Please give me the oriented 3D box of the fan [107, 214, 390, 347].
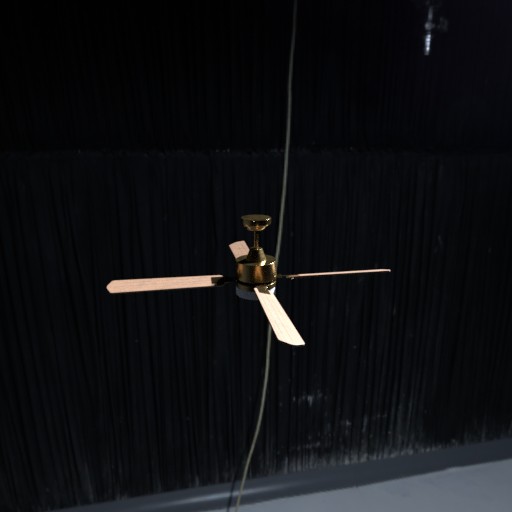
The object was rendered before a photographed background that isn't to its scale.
[{"bbox_3d":[0.000,0.000,2.013,1.320,0.355,1.320,-3,17,-10],"label":"fan"}]
